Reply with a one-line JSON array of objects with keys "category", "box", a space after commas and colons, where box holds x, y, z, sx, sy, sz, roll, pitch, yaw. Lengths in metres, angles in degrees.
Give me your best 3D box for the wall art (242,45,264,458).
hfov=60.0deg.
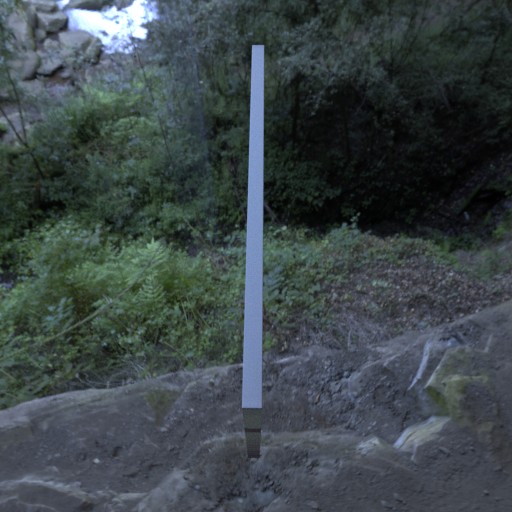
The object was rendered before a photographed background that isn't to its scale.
[{"category": "wall art", "box": [0.000, 0.000, 1.480, 0.040, 0.765, 1.149, 1, 59, 0]}]
